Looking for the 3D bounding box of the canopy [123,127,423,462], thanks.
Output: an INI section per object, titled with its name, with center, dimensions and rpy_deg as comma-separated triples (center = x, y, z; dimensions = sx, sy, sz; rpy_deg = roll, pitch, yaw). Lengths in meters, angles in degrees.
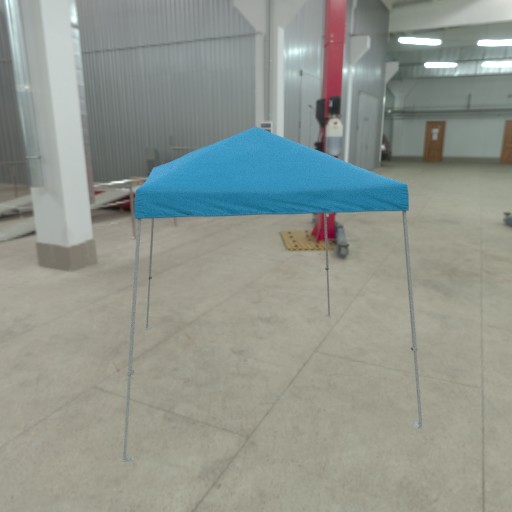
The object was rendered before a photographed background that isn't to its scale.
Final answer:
[canopy]
center = 0.000, 0.000, 5.094
dimensions = 2.849, 2.850, 2.850
rpy_deg = -3, 16, -9
